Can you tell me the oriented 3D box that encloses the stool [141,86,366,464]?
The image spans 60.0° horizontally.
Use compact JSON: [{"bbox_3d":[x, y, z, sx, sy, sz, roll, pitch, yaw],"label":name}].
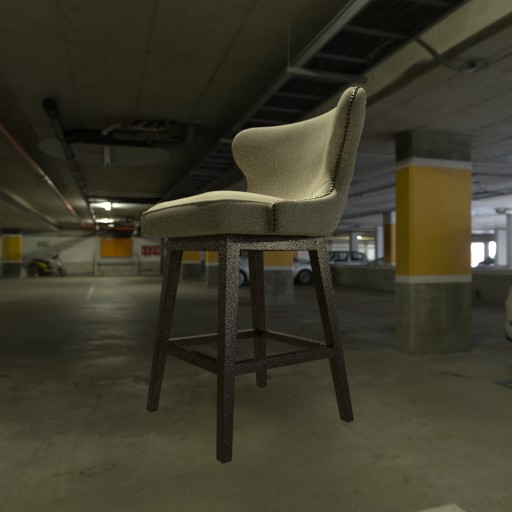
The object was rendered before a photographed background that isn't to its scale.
[{"bbox_3d":[0.000,0.000,1.372,0.597,0.972,0.615,0,0,-36],"label":"stool"}]
